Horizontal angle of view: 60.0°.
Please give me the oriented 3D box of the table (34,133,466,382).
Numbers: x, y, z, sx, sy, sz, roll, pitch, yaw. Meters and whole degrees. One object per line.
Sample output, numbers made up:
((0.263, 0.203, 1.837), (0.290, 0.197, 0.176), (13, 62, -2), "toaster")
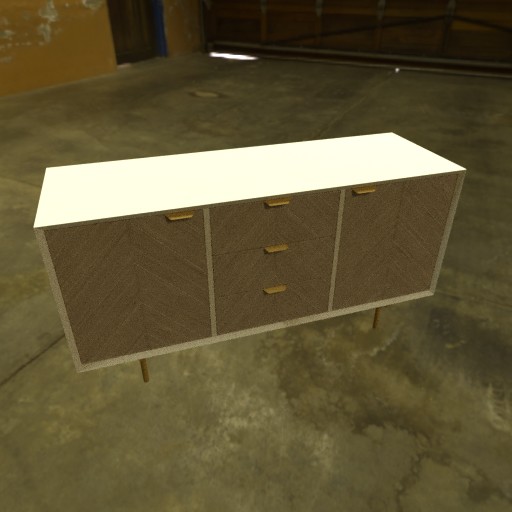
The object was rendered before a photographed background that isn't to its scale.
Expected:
((0.000, 0.000, 1.869), (1.500, 0.769, 0.508), (-10, 33, -15), "table")
